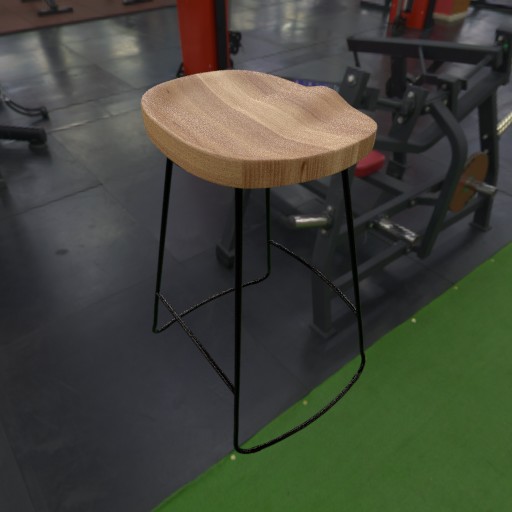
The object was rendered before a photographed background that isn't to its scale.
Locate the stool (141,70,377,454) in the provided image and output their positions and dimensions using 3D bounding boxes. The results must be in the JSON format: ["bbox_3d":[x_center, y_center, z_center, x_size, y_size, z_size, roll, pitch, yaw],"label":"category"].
[{"bbox_3d":[0.000,0.000,0.961,0.401,0.679,0.480,-25,47,-26],"label":"stool"}]
